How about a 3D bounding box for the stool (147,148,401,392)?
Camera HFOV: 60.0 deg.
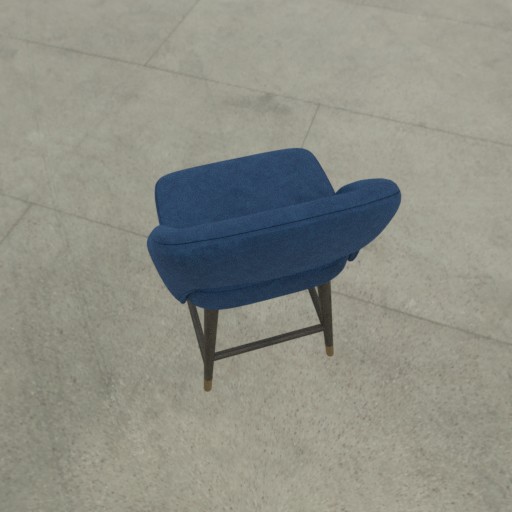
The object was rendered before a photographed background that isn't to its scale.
[{"bbox_3d":[0.000,0.000,1.239,0.536,0.925,0.524,-14,57,-9],"label":"stool"}]
